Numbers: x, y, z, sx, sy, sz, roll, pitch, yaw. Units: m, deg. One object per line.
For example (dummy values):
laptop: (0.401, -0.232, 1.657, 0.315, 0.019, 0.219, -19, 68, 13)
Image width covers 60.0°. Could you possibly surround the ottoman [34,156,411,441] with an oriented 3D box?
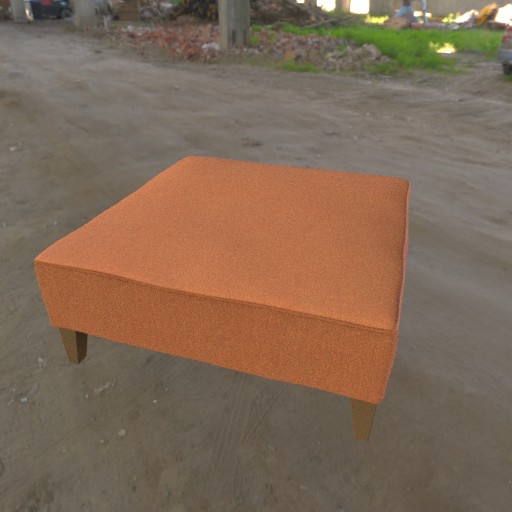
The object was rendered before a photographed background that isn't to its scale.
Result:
ottoman: (0.000, 0.000, 1.574, 0.999, 0.438, 0.997, 9, 31, 16)
